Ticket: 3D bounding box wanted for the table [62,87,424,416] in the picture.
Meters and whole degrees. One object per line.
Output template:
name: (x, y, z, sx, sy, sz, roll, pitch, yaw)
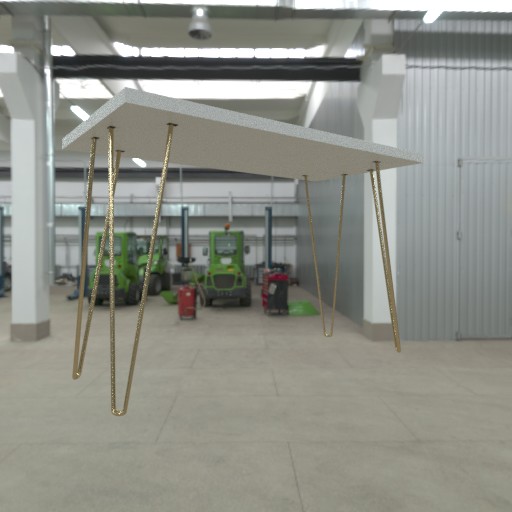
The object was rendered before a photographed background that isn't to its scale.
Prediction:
table: (0.000, 0.000, 1.345, 0.991, 0.660, 0.498, -1, 1, -37)
